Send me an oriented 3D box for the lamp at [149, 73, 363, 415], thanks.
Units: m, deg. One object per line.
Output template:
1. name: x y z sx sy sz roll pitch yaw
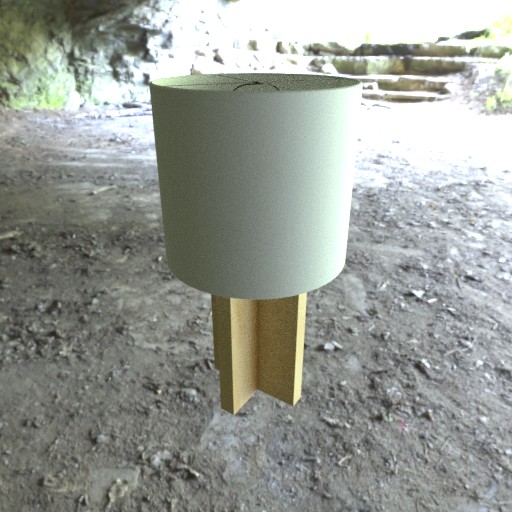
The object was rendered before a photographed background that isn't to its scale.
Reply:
1. lamp: 0.000 0.000 0.579 0.229 0.428 0.229 17 31 30
